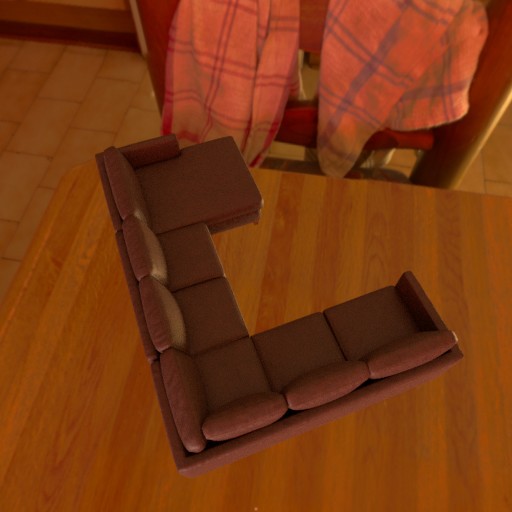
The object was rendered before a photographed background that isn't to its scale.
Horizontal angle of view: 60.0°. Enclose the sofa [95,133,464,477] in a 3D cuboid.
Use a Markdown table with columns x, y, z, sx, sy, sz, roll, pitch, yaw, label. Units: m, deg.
| x | y | z | sx | sy | sz | roll | pitch | yaw | label |
| --- | --- | --- | --- | --- | --- | --- | --- | --- | --- |
| 0.000 | 0.000 | 4.595 | 2.593 | 0.923 | 3.460 | -18 | 62 | -10 | sofa |
